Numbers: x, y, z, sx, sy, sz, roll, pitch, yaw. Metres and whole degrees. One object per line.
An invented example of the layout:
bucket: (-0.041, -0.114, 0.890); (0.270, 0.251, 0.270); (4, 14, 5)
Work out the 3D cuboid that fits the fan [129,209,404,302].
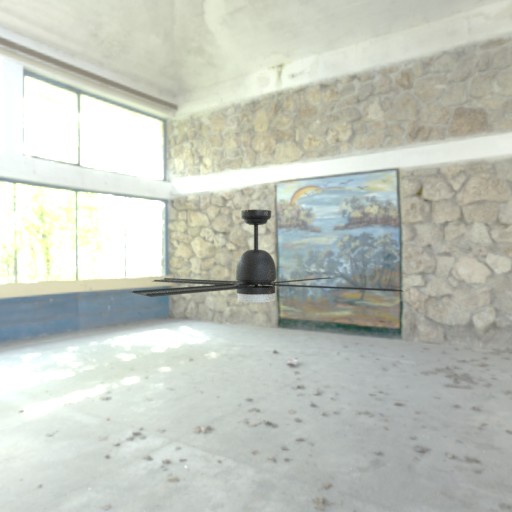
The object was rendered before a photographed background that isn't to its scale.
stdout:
fan: (0.000, 0.000, 2.028); (1.319, 0.410, 1.319); (0, 0, 35)
